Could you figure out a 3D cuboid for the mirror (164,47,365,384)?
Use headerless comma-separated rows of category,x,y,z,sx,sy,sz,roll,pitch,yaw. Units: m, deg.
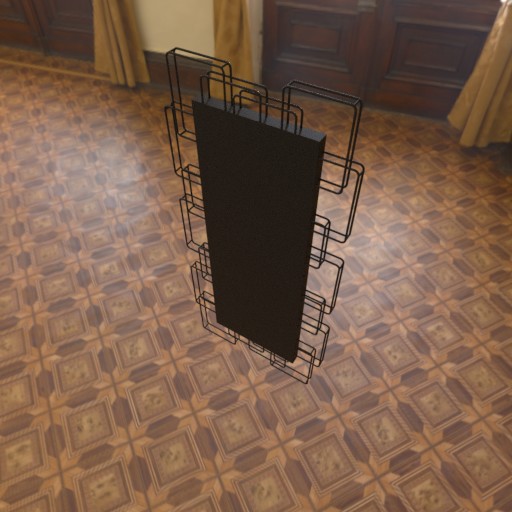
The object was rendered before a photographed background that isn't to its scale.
mirror,0.000,0.000,1.418,0.565,1.192,0.037,25,52,21
